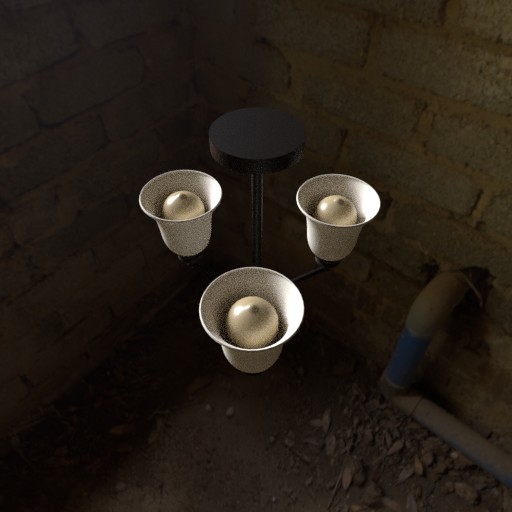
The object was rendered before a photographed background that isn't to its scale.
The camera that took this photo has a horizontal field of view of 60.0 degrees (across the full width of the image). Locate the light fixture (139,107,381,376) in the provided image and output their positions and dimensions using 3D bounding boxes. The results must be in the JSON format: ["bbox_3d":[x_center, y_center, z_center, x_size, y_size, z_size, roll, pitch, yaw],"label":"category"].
[{"bbox_3d":[0.000,0.000,0.657,0.388,0.370,0.354,2,46,2],"label":"light fixture"}]
